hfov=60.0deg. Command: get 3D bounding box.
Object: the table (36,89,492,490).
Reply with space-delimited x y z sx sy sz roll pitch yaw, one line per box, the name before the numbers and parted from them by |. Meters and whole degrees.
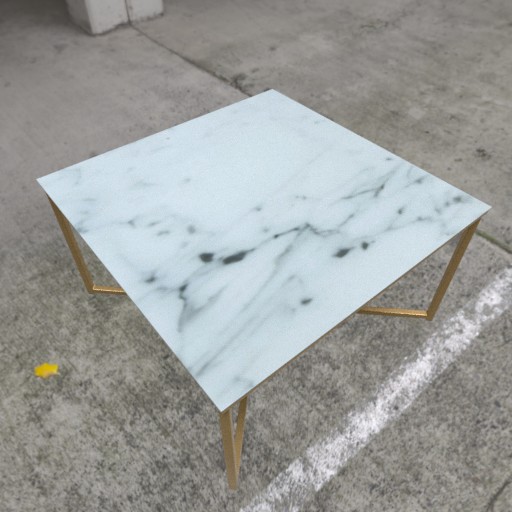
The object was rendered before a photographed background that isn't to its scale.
table | 0.000 0.000 1.256 0.800 0.450 0.800 -31 53 -26
